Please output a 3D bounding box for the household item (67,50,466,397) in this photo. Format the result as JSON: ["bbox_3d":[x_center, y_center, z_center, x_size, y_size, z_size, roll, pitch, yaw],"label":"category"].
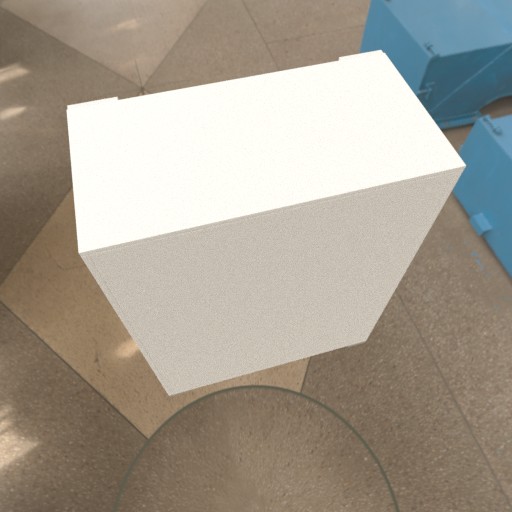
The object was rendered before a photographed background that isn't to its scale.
[{"bbox_3d":[0.000,0.000,1.399,0.790,1.010,0.420,-13,59,-8],"label":"household item"}]
